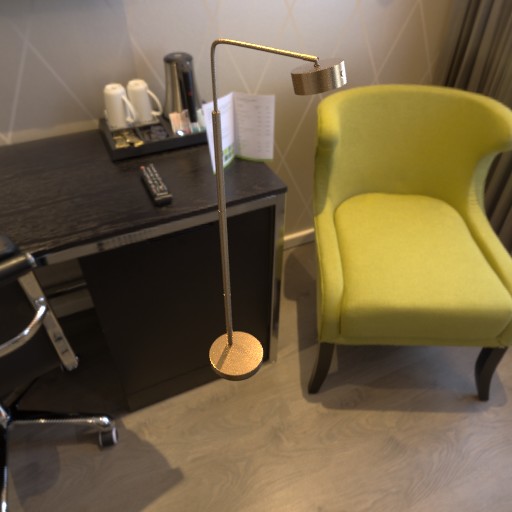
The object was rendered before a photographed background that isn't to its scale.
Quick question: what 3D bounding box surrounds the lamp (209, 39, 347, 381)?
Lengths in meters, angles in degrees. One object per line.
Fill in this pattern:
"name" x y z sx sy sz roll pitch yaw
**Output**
"lamp" 0.000 0.000 1.393 0.418 1.230 0.219 25 47 26
